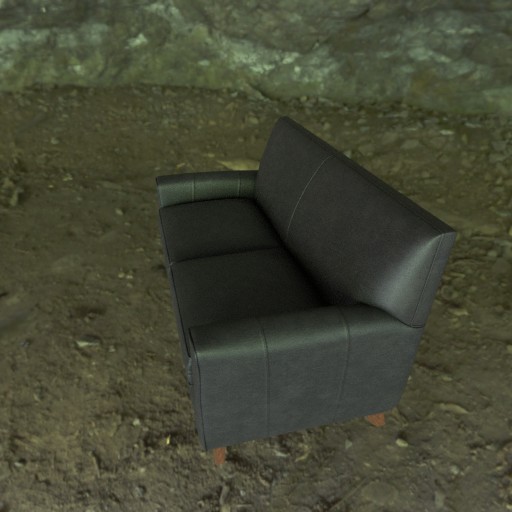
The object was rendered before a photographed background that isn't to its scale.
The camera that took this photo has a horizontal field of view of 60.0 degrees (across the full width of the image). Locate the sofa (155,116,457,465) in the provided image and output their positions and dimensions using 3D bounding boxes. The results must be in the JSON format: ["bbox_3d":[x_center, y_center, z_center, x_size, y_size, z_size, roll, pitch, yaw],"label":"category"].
[{"bbox_3d":[0.000,0.000,1.980,0.787,0.871,1.473,-8,31,-13],"label":"sofa"}]
